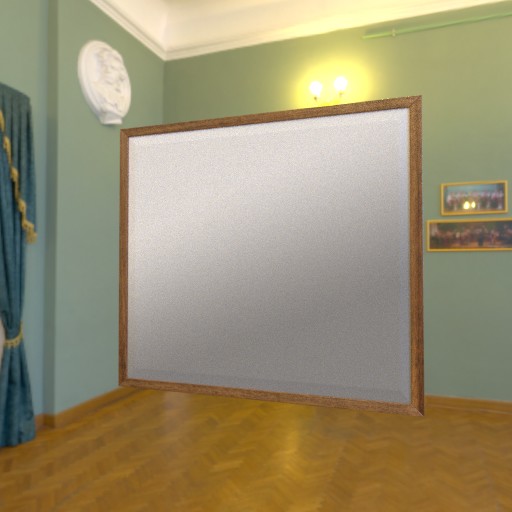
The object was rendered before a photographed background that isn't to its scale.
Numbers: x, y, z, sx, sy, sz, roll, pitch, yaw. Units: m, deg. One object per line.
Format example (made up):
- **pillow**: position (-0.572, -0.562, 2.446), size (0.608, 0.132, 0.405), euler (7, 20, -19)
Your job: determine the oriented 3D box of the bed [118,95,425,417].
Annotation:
- **bed**: position (0.000, 0.000, 1.476), size (1.041, 0.940, 0.043), euler (0, -1, 18)
